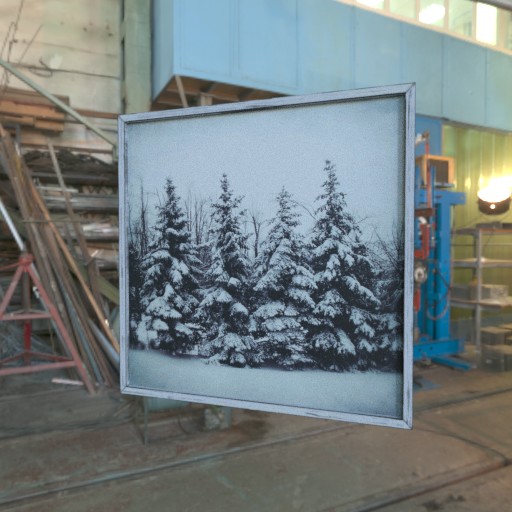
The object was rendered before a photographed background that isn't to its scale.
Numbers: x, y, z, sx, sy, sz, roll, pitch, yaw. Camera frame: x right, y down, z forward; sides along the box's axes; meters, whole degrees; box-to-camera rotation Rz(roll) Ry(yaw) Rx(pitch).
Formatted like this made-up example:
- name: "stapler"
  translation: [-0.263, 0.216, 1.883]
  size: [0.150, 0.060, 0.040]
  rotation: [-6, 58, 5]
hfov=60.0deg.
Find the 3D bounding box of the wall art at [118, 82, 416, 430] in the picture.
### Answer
- name: "wall art"
  translation: [0.000, 0.000, 0.452]
  size: [0.303, 0.303, 0.036]
  rotation: [0, 2, 19]
